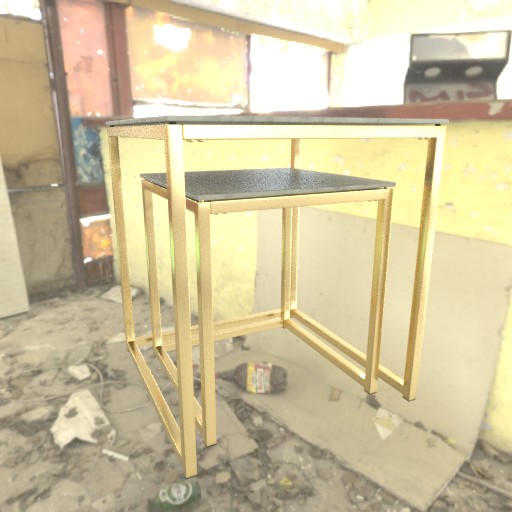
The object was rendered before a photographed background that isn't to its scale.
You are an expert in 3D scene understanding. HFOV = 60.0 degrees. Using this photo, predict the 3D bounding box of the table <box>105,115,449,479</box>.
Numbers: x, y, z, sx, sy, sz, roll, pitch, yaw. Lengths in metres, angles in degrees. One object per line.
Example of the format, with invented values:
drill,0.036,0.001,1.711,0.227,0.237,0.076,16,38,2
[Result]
table,0.000,0.000,0.856,0.450,0.500,0.450,-8,17,-25
